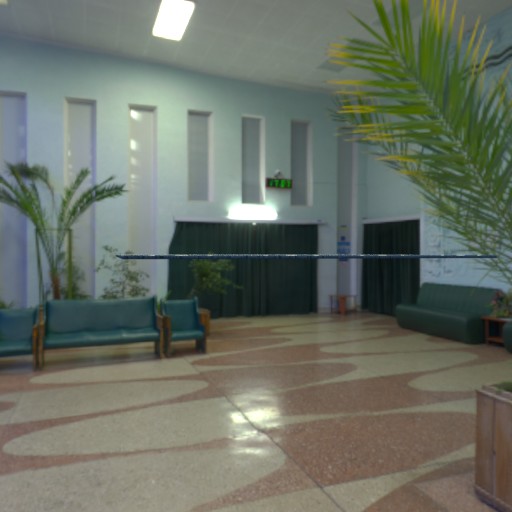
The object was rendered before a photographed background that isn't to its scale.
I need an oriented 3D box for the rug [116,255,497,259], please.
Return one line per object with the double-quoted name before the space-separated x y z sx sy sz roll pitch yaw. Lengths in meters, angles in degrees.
"rug" 0.000 0.000 3.812 2.270 0.020 2.881 0 0 -18
